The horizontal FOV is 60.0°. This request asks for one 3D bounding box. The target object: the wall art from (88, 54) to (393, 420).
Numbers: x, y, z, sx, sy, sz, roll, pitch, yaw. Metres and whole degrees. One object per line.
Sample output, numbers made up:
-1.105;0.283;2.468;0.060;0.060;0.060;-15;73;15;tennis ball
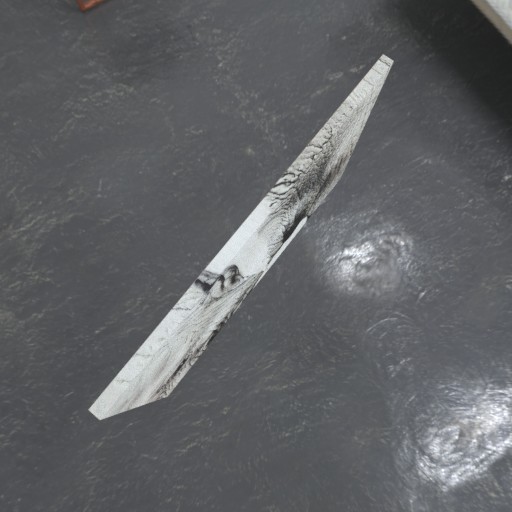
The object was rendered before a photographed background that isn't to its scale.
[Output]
0.000;0.000;1.437;0.035;0.758;1.141;37;79;9;wall art
